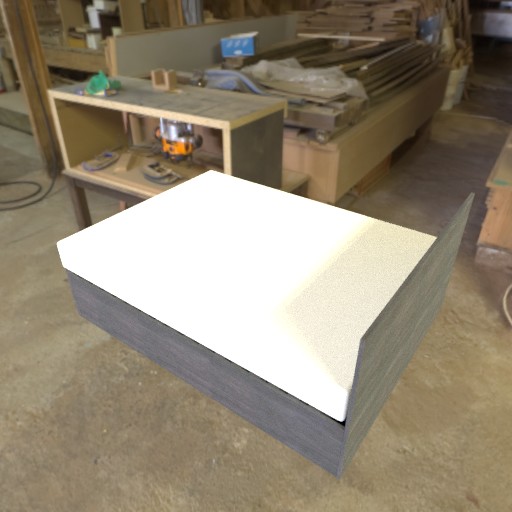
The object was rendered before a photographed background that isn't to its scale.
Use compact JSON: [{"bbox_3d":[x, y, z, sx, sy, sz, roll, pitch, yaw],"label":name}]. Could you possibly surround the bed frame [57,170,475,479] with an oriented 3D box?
[{"bbox_3d":[0.000,0.000,2.602,1.900,0.800,1.400,22,39,30],"label":"bed frame"}]
